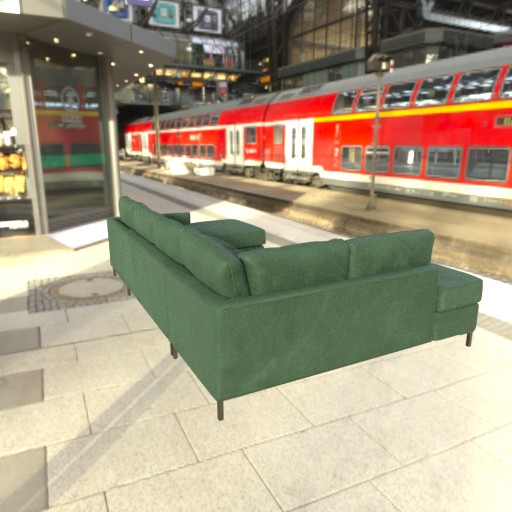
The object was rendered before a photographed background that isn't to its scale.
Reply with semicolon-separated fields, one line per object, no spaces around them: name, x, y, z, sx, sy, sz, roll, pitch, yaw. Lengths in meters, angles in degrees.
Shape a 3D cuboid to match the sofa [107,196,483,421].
sofa;0.000;0.000;3.837;1.992;0.861;2.994;-7;16;-27
